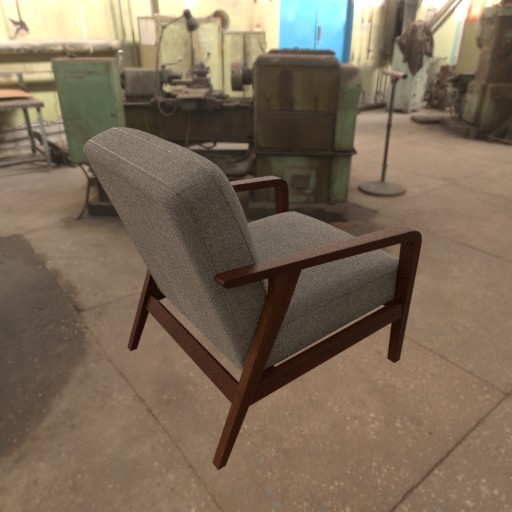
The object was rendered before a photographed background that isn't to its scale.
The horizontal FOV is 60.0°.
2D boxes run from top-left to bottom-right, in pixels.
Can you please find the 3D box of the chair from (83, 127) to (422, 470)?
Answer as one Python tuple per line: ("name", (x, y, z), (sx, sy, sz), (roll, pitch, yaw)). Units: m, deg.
("chair", (0.000, 0.000, 1.475), (0.858, 0.847, 0.704), (-18, 32, -32))
